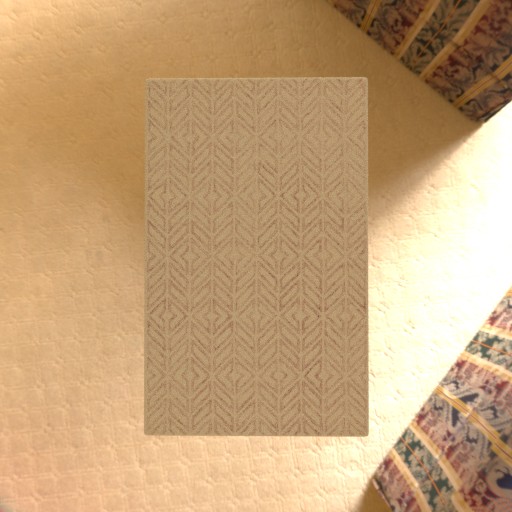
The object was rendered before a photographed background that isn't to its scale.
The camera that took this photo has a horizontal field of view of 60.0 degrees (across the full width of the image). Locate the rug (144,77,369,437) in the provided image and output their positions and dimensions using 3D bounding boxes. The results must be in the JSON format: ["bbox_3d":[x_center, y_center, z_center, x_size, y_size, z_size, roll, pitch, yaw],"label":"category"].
[{"bbox_3d":[0.000,0.000,3.018,1.523,0.008,2.438,0,89,1],"label":"rug"}]
